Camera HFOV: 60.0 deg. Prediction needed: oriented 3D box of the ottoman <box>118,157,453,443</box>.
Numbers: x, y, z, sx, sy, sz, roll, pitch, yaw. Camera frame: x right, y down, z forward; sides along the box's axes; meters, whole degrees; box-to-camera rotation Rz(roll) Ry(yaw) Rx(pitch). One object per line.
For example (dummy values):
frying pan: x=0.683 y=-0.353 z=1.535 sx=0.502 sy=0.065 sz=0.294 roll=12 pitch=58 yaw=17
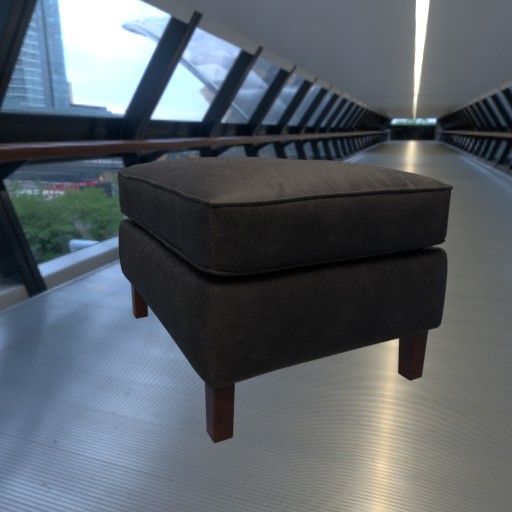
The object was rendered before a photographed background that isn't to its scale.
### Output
ottoman: x=0.000 y=0.000 z=0.973 sx=0.501 sy=0.413 sz=0.665 roll=-7 pitch=16 yaw=-26
